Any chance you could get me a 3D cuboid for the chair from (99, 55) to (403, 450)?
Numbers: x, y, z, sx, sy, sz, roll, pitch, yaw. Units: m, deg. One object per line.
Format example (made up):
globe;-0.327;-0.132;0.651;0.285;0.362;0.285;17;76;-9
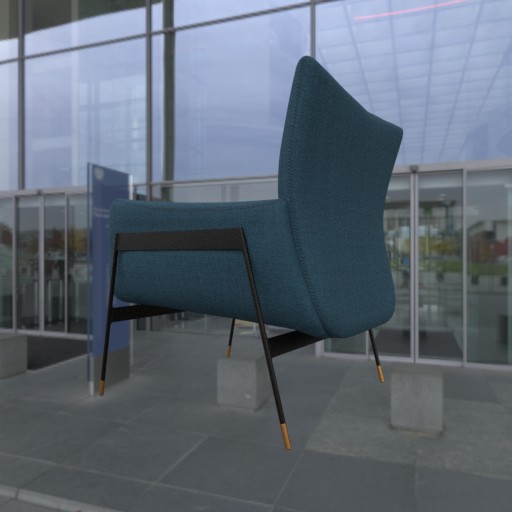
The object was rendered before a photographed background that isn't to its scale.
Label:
chair;0.000;0.000;1.414;0.769;0.859;0.678;0;0;35
